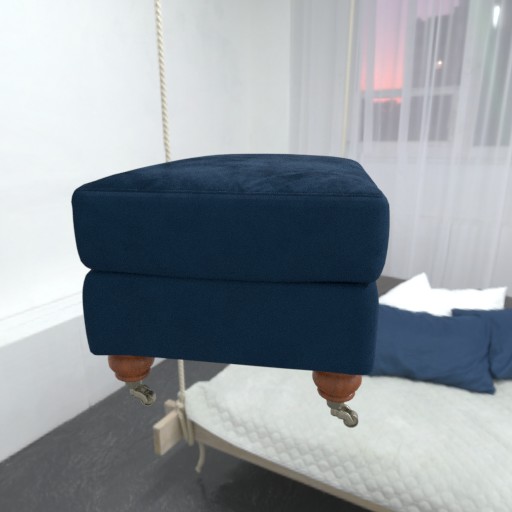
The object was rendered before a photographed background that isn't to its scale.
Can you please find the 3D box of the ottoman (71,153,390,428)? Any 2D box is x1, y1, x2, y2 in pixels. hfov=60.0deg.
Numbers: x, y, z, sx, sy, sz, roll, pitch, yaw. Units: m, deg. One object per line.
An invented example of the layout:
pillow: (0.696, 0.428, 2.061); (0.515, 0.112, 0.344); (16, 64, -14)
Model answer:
ottoman: (0.000, 0.000, 1.142); (0.572, 0.503, 0.773); (3, 16, 9)
